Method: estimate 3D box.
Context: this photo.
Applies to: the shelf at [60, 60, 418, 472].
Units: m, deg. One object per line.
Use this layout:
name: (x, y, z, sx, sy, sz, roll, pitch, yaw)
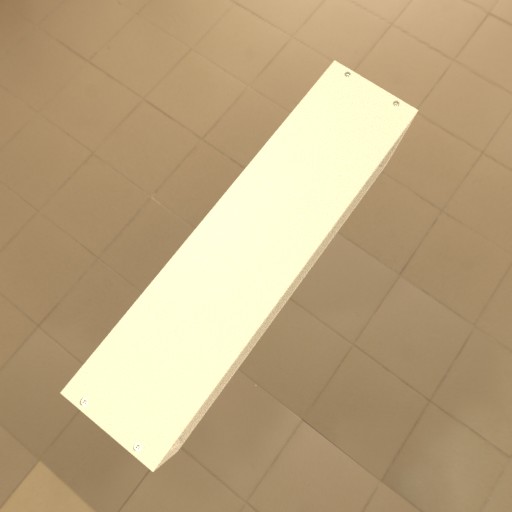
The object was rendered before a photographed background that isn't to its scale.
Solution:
shelf: (0.000, 0.000, 0.684, 0.150, 0.170, 0.610, 35, 77, 10)
